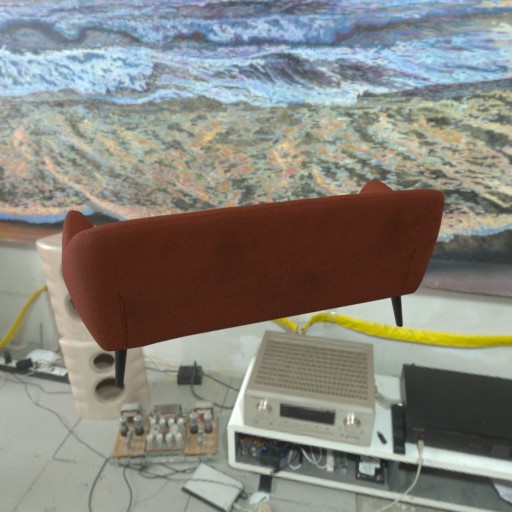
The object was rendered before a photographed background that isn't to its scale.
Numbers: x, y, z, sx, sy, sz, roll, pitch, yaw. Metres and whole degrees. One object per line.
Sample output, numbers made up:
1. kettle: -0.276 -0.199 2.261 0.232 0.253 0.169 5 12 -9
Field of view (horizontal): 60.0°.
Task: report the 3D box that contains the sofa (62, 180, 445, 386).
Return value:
1. sofa: 0.000 0.000 2.297 1.840 0.836 0.820 -8 27 -16
